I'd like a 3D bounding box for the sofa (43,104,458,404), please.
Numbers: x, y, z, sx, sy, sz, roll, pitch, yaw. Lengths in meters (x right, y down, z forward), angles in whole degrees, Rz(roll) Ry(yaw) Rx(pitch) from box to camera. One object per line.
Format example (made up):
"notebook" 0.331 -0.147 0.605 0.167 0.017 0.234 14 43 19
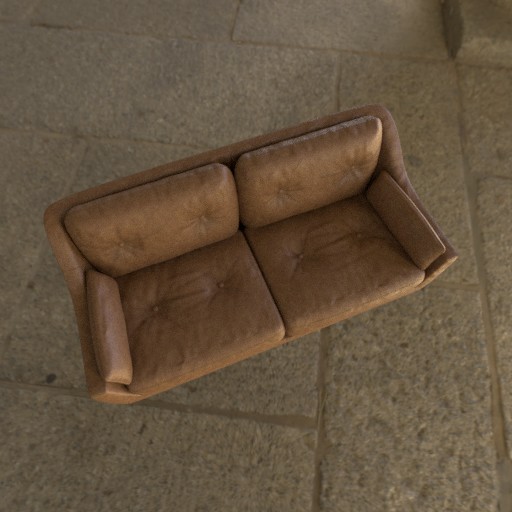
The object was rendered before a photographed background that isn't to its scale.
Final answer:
"sofa" 0.000 0.000 2.350 1.902 0.839 0.904 -20 64 -10
